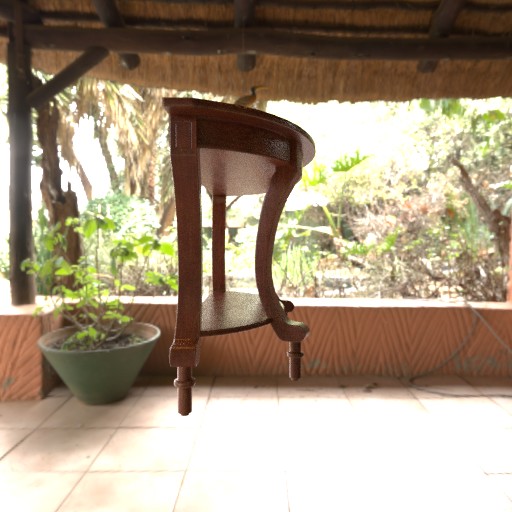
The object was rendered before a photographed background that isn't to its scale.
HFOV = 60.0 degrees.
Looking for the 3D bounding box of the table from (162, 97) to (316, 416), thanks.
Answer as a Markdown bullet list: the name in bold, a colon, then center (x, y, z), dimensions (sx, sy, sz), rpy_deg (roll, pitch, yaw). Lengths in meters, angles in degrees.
- **table**: center (0.000, 0.000, 1.533), dimensions (0.394, 0.699, 1.198), rpy_deg (0, 2, 0)
